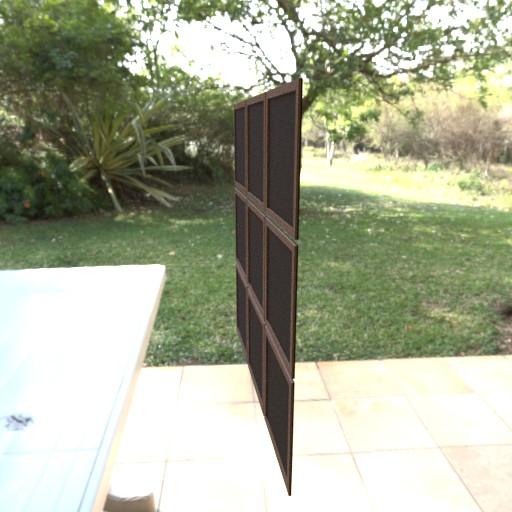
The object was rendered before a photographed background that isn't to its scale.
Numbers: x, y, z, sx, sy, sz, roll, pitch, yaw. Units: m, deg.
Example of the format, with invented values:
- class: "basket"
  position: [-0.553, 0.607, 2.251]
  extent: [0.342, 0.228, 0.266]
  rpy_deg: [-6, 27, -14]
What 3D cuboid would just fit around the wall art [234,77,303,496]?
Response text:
- class: "wall art"
  position: [0.000, 0.000, 2.240]
  extent: [0.013, 1.525, 1.520]
  rpy_deg: [-3, 16, -10]
